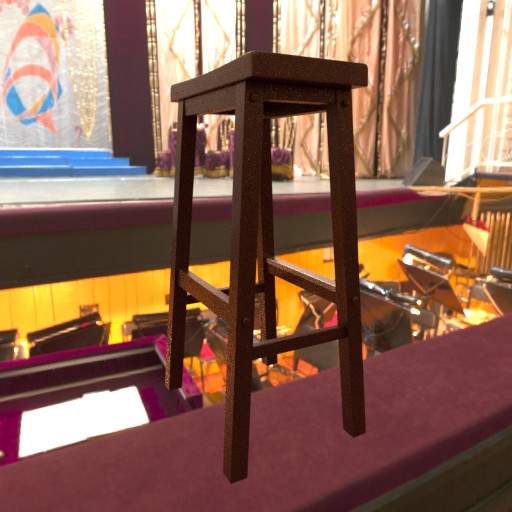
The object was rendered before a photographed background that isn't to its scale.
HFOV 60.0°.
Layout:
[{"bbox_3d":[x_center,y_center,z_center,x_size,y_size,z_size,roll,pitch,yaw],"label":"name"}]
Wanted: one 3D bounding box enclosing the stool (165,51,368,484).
[{"bbox_3d":[0.000,0.000,0.974,0.322,0.742,0.406,-7,15,-27],"label":"stool"}]
